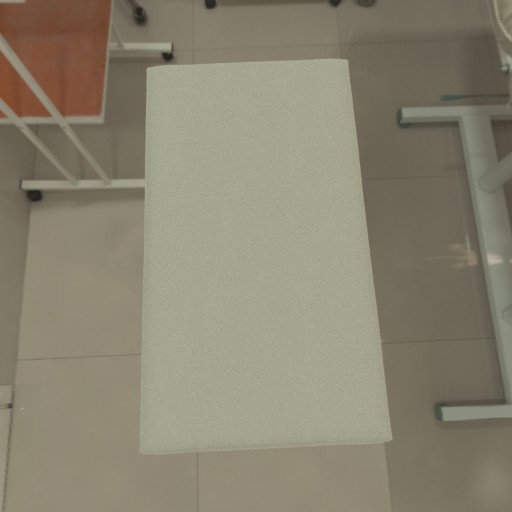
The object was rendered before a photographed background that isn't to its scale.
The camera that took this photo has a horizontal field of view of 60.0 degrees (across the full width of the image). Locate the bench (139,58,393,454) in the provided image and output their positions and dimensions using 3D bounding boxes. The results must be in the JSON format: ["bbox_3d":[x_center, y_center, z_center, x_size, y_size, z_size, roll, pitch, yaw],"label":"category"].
[{"bbox_3d":[0.000,0.000,1.167,0.500,0.449,0.887,-3,75,-1],"label":"bench"}]
